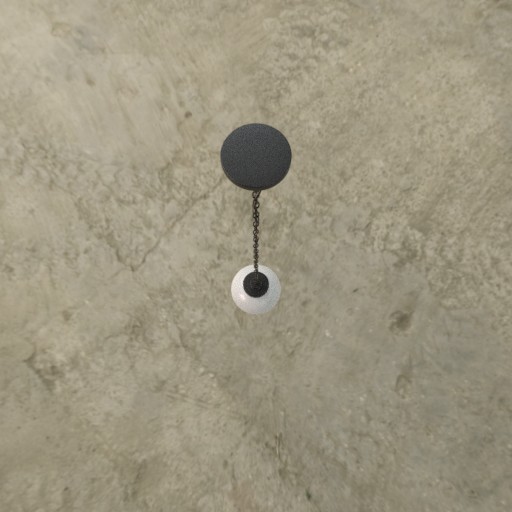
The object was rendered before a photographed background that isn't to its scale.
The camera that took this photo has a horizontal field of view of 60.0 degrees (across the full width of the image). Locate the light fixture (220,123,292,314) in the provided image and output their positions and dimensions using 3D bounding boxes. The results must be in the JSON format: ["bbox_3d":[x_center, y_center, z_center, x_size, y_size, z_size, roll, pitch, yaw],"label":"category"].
[{"bbox_3d":[0.000,0.000,1.966,0.305,1.867,0.304,-14,75,-4],"label":"light fixture"}]
